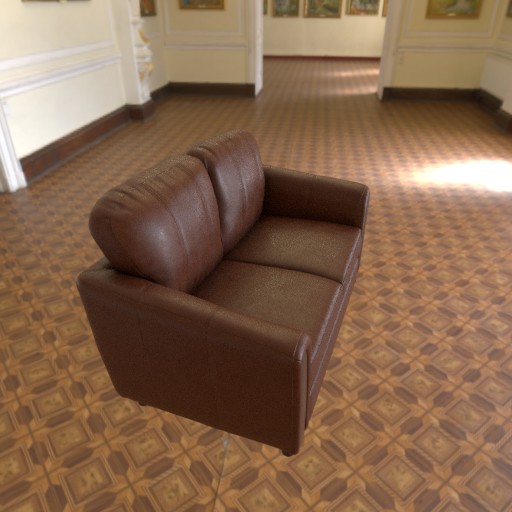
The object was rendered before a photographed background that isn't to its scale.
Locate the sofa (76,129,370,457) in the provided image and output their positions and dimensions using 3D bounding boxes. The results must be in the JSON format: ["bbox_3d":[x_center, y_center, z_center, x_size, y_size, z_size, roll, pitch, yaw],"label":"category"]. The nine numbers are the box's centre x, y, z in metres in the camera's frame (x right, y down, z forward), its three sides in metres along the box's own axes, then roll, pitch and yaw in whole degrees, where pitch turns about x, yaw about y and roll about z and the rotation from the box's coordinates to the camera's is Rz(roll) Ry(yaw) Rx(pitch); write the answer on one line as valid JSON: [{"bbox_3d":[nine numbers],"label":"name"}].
[{"bbox_3d":[0.000,0.000,1.973,0.805,0.906,1.406,11,32,18],"label":"sofa"}]
